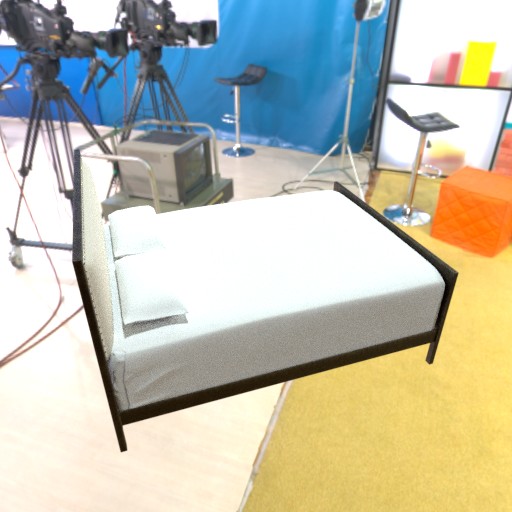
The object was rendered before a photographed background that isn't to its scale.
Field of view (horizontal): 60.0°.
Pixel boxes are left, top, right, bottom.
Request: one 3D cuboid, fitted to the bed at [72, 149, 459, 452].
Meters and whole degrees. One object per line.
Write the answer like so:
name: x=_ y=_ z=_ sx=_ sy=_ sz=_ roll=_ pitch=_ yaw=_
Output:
bed: x=0.000 y=0.000 z=3.195 sx=2.221 sy=1.313 sz=1.607 roll=-10 pitch=33 yaw=-16
